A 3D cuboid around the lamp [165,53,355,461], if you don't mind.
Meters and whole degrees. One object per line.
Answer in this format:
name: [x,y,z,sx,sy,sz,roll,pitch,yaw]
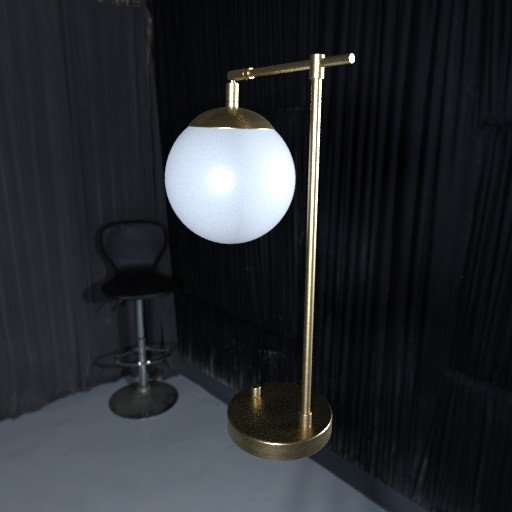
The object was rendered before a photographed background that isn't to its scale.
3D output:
lamp: [0.000,0.000,0.699,0.207,0.559,0.324,-14,20,-42]
